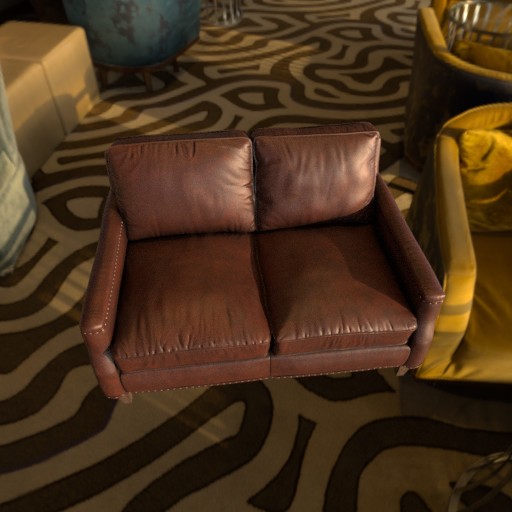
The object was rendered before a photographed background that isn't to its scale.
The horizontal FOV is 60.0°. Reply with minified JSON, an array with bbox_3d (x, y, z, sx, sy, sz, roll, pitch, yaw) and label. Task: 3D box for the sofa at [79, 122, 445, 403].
[{"bbox_3d":[0.000,0.000,2.303,1.628,1.003,1.083,-4,47,-4],"label":"sofa"}]
